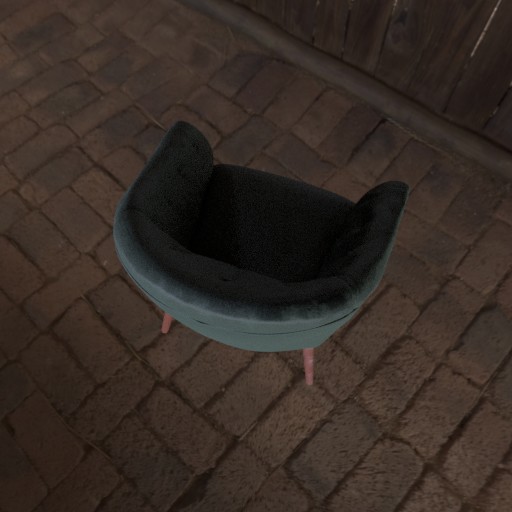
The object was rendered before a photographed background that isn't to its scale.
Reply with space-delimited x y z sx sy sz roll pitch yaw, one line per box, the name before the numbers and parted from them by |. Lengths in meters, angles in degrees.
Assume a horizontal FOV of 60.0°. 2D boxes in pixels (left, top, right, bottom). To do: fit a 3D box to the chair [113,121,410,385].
chair | 0.000 0.000 1.543 0.851 0.885 0.776 18 65 8
